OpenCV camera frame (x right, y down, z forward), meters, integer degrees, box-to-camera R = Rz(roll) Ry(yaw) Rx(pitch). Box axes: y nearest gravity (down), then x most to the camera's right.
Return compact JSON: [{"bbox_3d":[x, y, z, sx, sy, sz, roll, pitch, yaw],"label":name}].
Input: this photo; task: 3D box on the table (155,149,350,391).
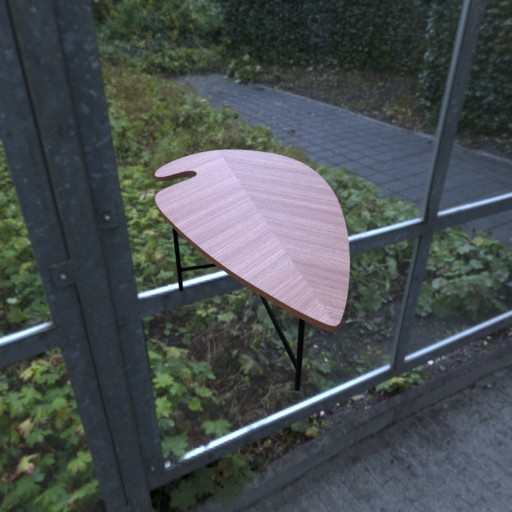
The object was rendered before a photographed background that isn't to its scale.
[{"bbox_3d":[0.000,0.000,1.477,0.598,0.360,1.199,-8,32,-13],"label":"table"}]
